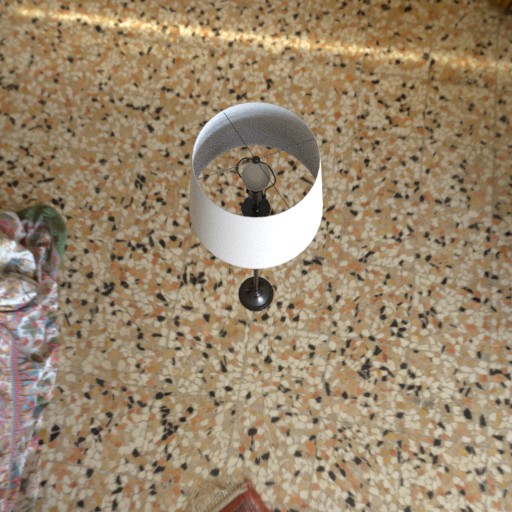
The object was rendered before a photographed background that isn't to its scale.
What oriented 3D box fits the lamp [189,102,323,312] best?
[{"bbox_3d":[0.000,0.000,1.776,0.379,1.623,0.379,0,74,0],"label":"lamp"}]
